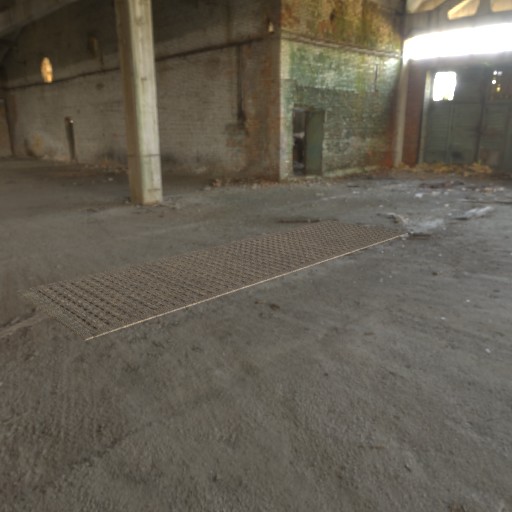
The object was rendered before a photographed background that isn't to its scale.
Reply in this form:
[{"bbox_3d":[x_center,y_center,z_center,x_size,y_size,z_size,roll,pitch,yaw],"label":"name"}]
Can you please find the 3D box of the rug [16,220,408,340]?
[{"bbox_3d":[0.000,0.000,2.642,0.706,0.009,2.443,15,22,43],"label":"rug"}]
